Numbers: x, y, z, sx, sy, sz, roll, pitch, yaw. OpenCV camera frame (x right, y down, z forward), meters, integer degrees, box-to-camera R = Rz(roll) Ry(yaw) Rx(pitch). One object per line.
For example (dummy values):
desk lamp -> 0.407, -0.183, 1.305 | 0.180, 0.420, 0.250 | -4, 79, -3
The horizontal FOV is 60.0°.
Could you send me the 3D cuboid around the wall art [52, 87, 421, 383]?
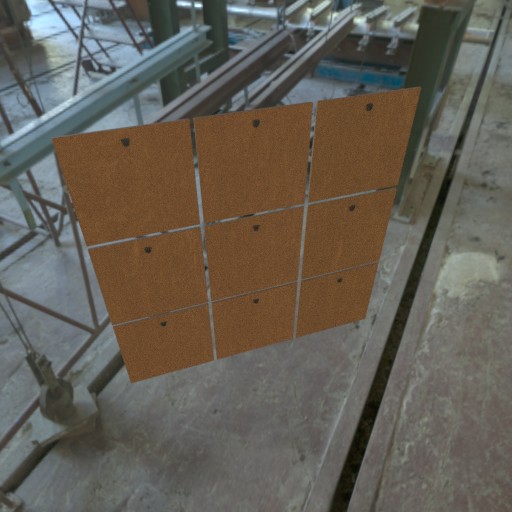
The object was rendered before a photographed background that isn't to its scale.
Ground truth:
wall art -> 0.000, 0.000, 2.250 | 1.526, 1.522, 0.023 | -13, 42, -14
